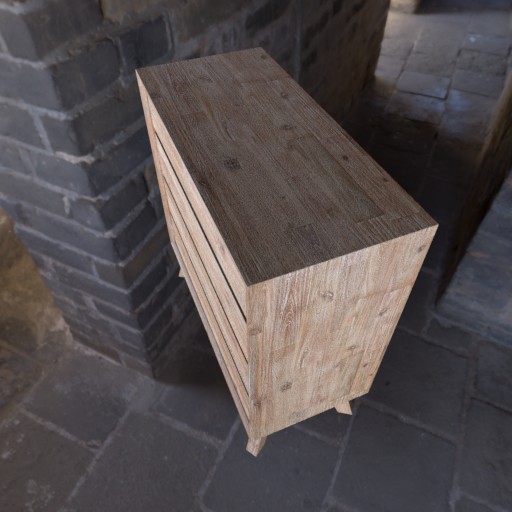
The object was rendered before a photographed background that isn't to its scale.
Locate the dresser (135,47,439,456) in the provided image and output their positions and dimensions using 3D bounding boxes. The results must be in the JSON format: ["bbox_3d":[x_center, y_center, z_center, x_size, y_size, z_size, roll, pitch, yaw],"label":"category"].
[{"bbox_3d":[0.000,0.000,1.605,0.455,1.029,0.998,-17,50,-15],"label":"dresser"}]
